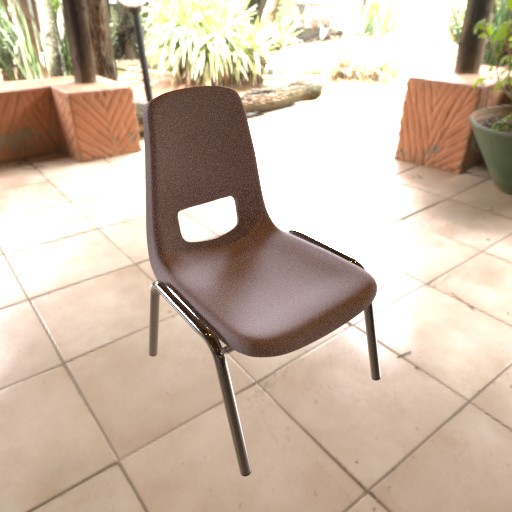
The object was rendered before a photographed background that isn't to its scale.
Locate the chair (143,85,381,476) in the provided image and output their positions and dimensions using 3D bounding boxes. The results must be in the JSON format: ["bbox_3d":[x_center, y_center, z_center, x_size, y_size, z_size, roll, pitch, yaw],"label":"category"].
[{"bbox_3d":[0.000,0.000,0.807,0.354,0.536,0.385,-22,36,-33],"label":"chair"}]
